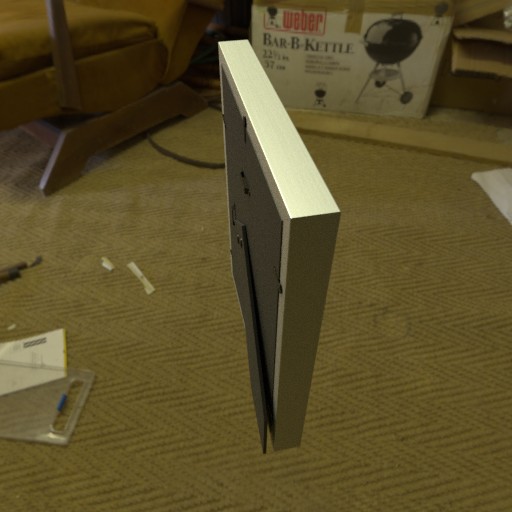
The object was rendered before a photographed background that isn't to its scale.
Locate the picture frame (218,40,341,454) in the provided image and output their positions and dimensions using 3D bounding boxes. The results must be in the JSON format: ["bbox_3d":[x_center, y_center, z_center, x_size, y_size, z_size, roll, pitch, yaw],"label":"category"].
[{"bbox_3d":[0.000,0.000,0.391,0.036,0.282,0.233,-9,46,-8],"label":"picture frame"}]
